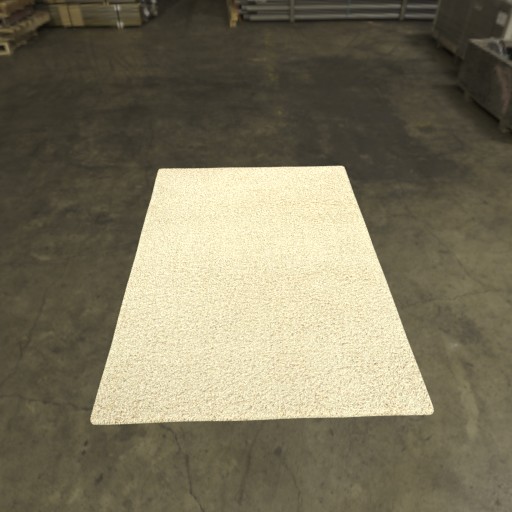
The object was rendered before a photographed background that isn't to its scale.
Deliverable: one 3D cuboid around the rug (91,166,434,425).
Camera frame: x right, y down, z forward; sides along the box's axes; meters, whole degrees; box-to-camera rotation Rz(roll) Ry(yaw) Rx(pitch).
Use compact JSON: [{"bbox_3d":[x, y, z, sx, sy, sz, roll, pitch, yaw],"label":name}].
[{"bbox_3d":[0.000,0.000,2.240,1.219,0.030,1.778,-1,40,-1],"label":"rug"}]
